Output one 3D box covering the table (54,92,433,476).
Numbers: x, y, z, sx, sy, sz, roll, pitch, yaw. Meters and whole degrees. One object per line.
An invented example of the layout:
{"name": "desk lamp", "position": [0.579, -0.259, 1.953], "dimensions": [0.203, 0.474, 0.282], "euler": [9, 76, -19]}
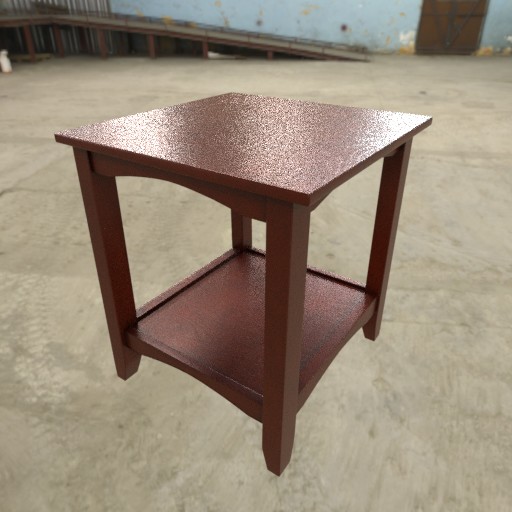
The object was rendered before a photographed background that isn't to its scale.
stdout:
{"name": "table", "position": [0.000, 0.000, 0.955], "dimensions": [0.522, 0.558, 0.523], "euler": [21, 35, 32]}
